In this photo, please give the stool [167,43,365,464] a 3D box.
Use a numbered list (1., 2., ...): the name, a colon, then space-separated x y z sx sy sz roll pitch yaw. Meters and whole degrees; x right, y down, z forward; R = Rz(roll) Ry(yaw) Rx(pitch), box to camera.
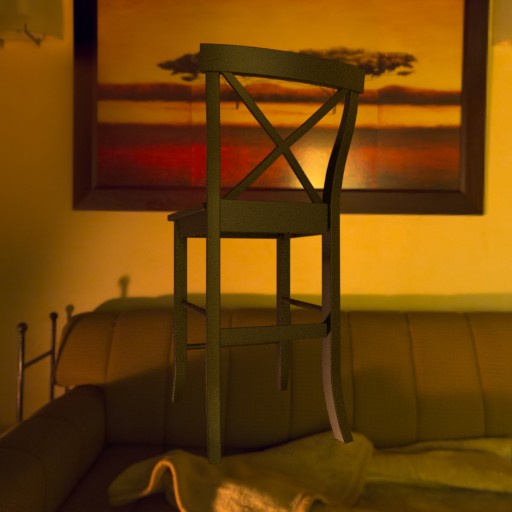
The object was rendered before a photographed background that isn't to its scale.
1. stool: 0.000 0.000 1.325 0.452 0.989 0.559 0 0 -19
